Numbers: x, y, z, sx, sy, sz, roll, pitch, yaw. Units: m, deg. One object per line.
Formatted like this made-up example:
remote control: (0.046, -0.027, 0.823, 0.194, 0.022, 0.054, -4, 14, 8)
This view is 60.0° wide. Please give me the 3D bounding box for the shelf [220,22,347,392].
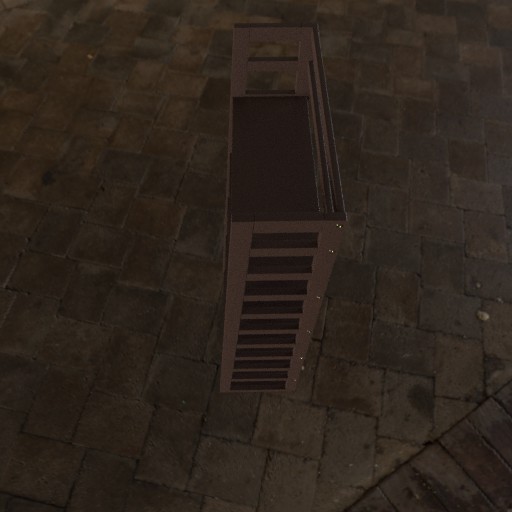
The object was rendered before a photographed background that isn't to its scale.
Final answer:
shelf: (0.000, 0.000, 1.891, 0.403, 1.600, 0.763, -1, 60, -1)
